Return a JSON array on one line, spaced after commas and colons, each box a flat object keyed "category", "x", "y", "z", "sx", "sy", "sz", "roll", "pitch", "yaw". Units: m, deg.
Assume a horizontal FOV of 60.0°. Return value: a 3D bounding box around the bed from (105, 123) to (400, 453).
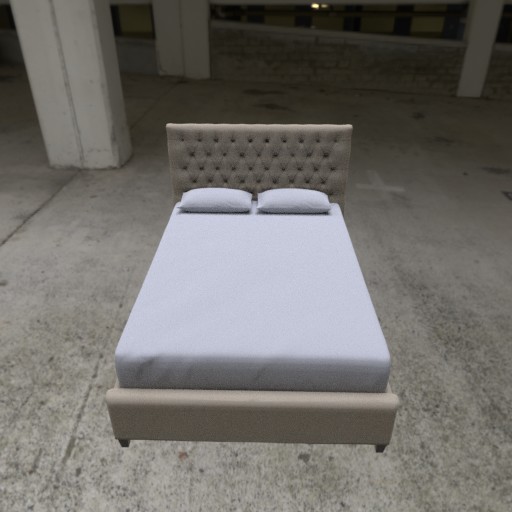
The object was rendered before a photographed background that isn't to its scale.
[{"category": "bed", "x": 0.000, "y": 0.000, "z": 3.388, "sx": 1.698, "sy": 1.427, "sz": 2.387, "roll": 1, "pitch": 31, "yaw": 1}]
